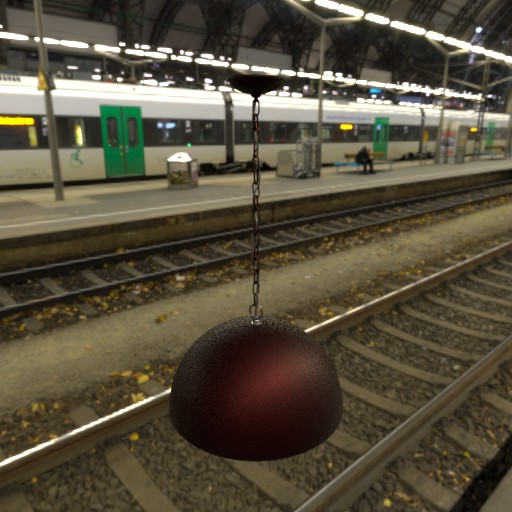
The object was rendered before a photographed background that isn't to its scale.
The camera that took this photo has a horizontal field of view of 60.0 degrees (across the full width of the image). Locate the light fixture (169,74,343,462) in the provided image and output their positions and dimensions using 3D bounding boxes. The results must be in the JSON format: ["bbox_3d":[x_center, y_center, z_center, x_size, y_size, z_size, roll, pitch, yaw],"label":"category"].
[{"bbox_3d":[0.000,0.000,1.162,0.492,0.869,0.492,7,17,25],"label":"light fixture"}]
